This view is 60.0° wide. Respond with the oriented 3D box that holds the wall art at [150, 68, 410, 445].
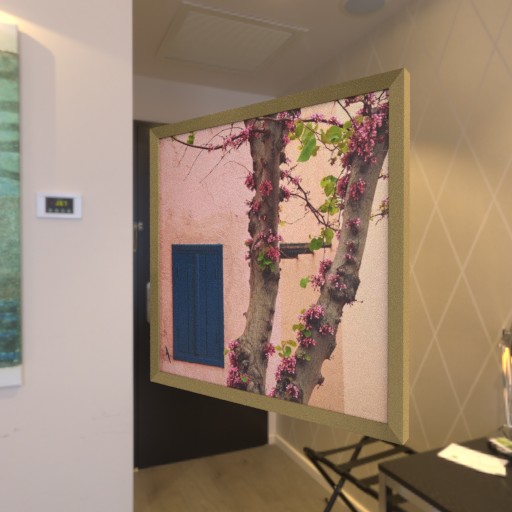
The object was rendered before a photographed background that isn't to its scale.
[{"bbox_3d":[0.000,0.000,1.133,0.762,0.762,0.038,0,1,36],"label":"wall art"}]
